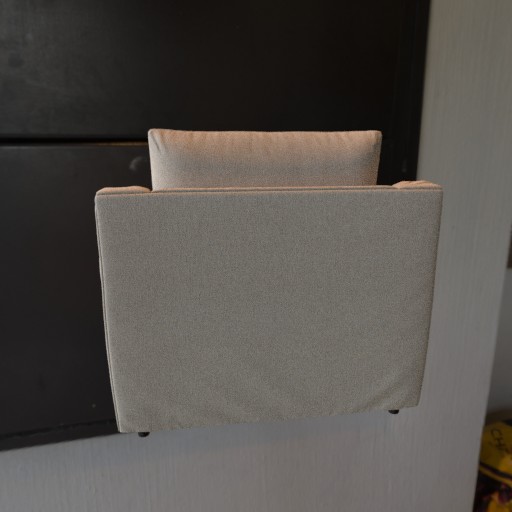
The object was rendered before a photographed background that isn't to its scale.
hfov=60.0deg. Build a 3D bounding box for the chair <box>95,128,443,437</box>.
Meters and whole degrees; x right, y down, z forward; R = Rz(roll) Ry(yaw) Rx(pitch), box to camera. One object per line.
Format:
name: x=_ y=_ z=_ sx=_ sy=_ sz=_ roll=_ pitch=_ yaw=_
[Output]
chair: x=0.000 y=0.000 z=2.025 sx=1.194 sy=1.093 sz=1.071 roll=-2 pitch=14 yaw=-8
